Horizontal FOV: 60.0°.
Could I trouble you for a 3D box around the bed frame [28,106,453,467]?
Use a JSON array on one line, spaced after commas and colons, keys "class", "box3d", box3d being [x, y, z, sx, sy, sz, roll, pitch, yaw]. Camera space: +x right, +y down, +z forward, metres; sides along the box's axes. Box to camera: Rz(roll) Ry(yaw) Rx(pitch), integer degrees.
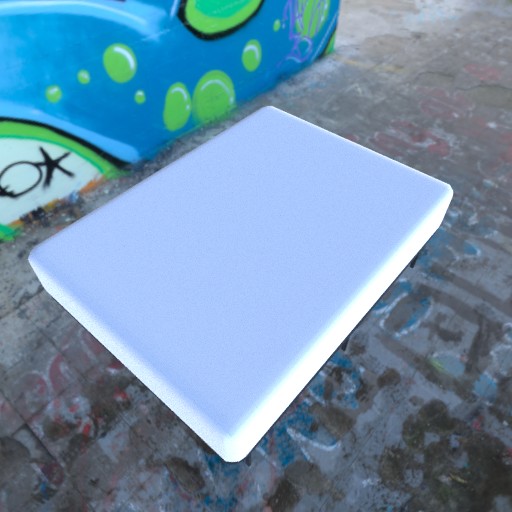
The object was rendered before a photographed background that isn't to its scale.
[{"class": "bed frame", "box3d": [0.000, 0.000, 2.773, 1.528, 0.677, 2.037, 33, 56, 26]}]
